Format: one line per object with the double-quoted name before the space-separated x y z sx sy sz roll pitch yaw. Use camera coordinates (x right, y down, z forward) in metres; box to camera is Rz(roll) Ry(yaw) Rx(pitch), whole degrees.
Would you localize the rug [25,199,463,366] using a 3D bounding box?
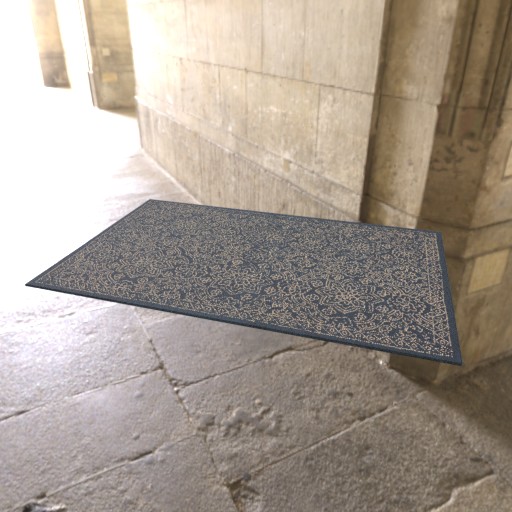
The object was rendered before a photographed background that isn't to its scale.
"rug" 0.000 0.000 2.989 2.441 0.015 1.526 8 29 15
